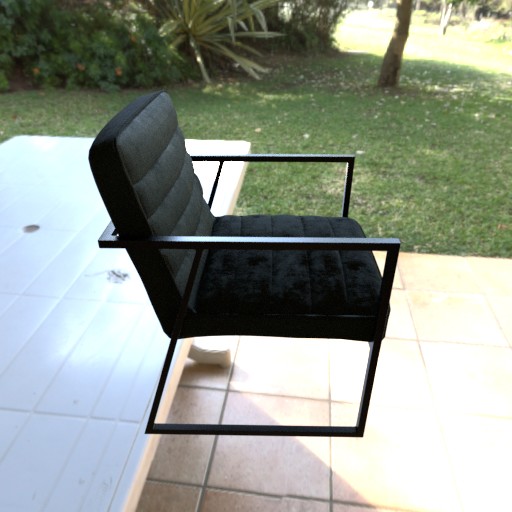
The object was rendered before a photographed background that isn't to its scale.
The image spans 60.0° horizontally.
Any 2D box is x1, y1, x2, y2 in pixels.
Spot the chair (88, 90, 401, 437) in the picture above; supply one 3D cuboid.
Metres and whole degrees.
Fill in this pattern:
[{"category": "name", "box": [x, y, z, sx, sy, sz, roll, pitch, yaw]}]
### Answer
[{"category": "chair", "box": [0.000, 0.000, 1.268, 0.677, 0.833, 0.571, 1, 31, 1]}]
